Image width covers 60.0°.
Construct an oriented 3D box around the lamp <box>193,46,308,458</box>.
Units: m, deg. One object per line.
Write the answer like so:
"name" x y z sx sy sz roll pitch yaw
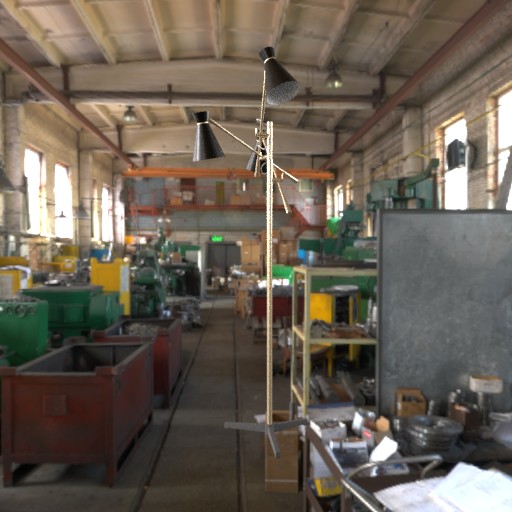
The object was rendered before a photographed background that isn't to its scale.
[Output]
"lamp" 0.000 0.000 2.184 0.653 1.804 0.750 0 0 -37
